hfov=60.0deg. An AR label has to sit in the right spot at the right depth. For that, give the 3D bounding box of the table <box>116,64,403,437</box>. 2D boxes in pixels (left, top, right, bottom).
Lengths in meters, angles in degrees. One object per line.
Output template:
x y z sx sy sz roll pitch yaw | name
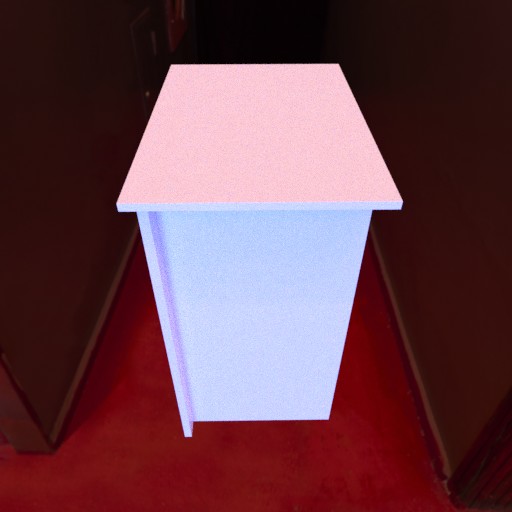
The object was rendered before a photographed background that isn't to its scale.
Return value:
0.000 0.000 1.079 0.406 0.711 0.589 -1 41 -1 | table
